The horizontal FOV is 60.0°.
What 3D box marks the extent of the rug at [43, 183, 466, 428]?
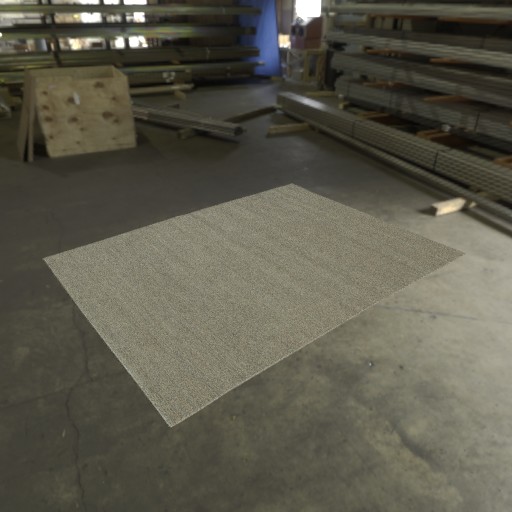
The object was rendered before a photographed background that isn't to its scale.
[{"bbox_3d":[0.000,0.000,4.743,3.626,0.051,2.757,-22,36,-33],"label":"rug"}]
